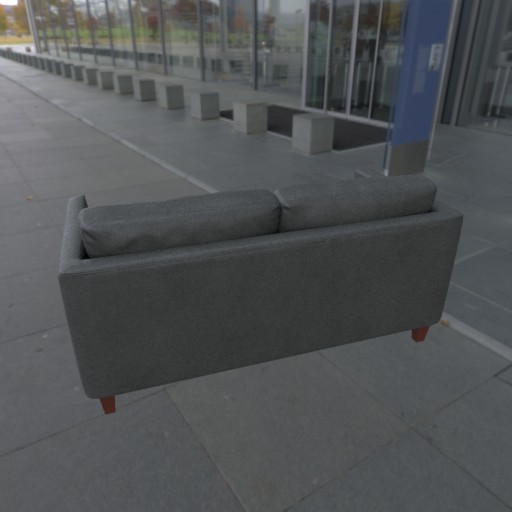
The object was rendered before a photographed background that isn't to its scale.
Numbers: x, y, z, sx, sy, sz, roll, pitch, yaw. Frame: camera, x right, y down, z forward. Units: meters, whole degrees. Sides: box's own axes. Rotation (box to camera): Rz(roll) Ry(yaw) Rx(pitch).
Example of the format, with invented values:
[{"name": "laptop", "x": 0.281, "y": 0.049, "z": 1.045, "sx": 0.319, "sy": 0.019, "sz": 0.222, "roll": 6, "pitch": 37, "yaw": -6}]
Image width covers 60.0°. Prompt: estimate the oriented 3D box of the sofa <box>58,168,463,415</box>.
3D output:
[{"name": "sofa", "x": 0.000, "y": 0.000, "z": 2.423, "sx": 1.883, "sy": 0.933, "sz": 0.951, "roll": -8, "pitch": 28, "yaw": -16}]
